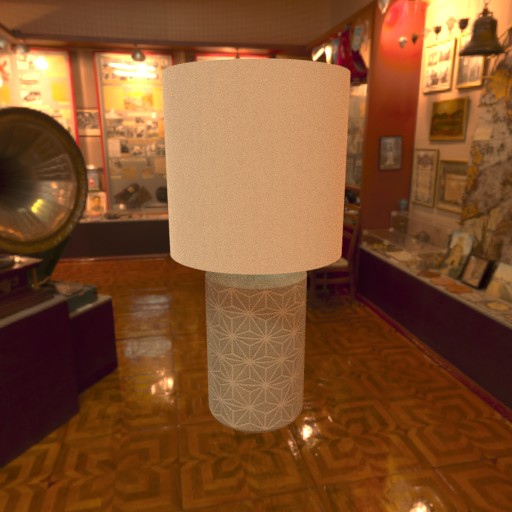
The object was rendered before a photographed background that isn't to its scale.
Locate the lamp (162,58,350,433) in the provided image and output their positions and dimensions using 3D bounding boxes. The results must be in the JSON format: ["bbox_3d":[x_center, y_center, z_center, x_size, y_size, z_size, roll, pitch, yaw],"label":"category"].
[{"bbox_3d":[0.000,0.000,0.546,0.206,0.416,0.206,-2,15,-10],"label":"lamp"}]
